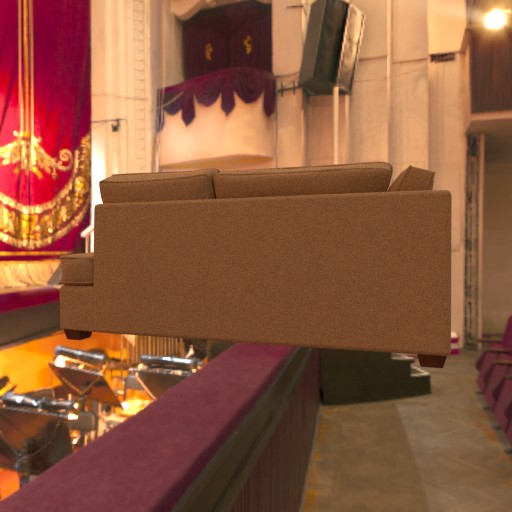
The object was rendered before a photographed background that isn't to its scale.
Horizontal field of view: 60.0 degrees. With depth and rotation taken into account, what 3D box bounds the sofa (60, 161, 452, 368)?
[{"bbox_3d":[0.000,0.000,2.879,2.237,1.033,1.110,0,1,19],"label":"sofa"}]
